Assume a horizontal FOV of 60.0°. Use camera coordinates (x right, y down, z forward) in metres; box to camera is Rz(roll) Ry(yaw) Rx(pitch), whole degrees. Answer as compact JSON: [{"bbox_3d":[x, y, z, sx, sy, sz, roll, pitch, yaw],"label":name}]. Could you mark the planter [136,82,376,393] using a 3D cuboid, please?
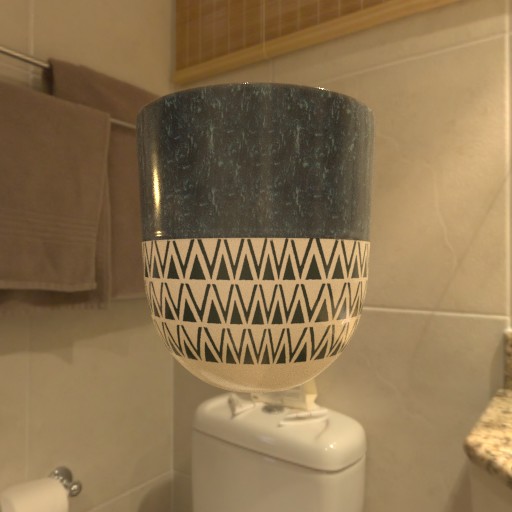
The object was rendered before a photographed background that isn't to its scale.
[{"bbox_3d":[0.000,0.000,0.370,0.195,0.214,0.195,0,-1,0],"label":"planter"}]
